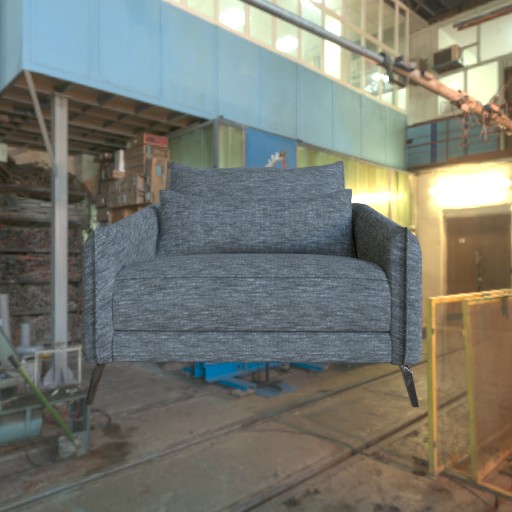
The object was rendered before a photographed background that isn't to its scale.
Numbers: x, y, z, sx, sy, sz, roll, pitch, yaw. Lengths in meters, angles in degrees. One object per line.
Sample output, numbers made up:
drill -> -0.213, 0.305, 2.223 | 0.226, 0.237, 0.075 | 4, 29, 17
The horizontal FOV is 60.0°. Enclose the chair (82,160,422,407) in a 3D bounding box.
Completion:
chair -> 0.000, 0.000, 1.603 | 1.004, 0.842, 0.805 | 0, 0, 1
